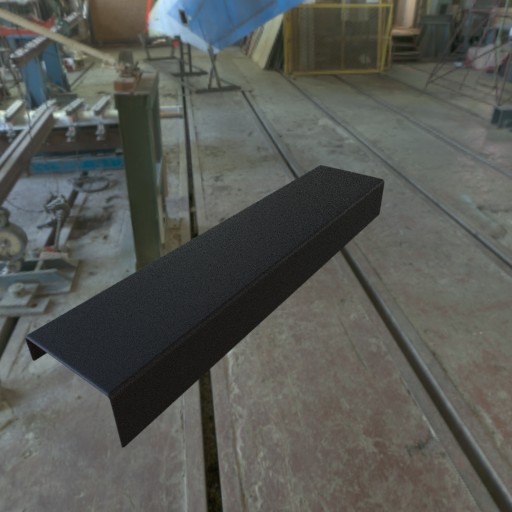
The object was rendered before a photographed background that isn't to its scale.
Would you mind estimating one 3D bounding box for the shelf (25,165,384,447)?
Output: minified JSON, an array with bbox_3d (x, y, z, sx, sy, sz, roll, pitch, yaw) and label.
[{"bbox_3d":[0.000,0.000,0.477,0.102,0.053,0.456,21,37,30],"label":"shelf"}]
